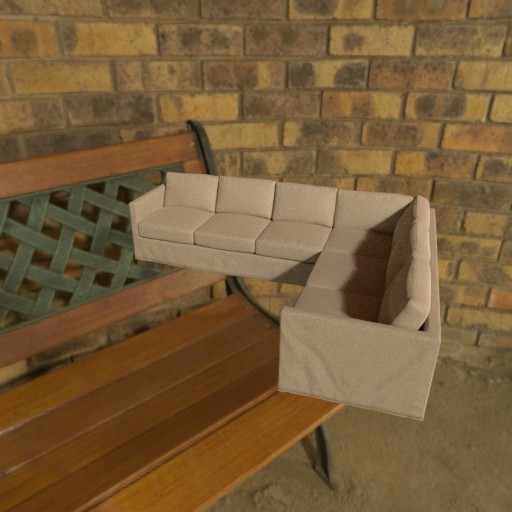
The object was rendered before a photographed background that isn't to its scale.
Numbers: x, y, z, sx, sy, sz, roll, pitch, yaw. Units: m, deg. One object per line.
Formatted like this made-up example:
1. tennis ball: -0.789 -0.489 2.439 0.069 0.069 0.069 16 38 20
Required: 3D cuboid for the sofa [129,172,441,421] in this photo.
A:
1. sofa: 0.000 0.000 4.236 3.182 0.871 2.432 9 28 17
